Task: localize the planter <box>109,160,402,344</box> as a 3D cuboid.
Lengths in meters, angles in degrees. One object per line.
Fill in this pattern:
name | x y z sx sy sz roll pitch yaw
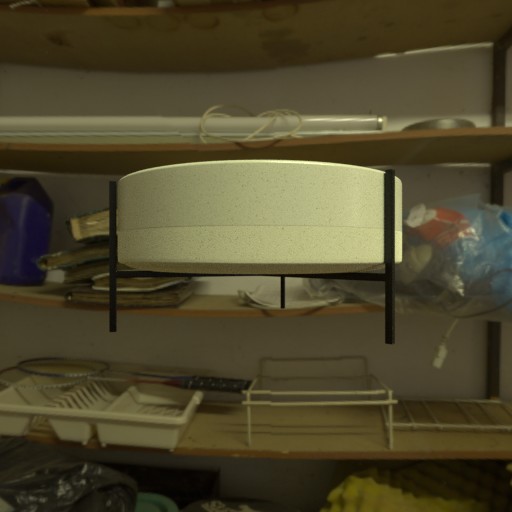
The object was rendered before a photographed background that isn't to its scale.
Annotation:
planter | 0.000 0.000 0.548 0.345 0.171 0.336 0 0 -17
